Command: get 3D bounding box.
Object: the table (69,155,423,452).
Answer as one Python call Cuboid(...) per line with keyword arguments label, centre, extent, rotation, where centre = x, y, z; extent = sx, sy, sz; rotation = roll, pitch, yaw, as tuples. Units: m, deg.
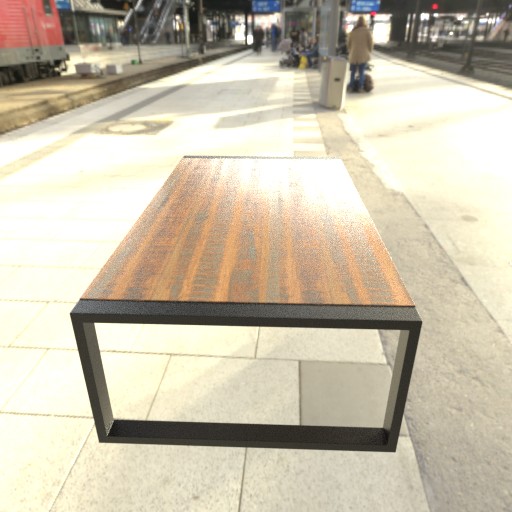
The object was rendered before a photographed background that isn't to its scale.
Cuboid(label="table", centre=(0.000, 0.000, 1.630), extent=(0.750, 0.400, 1.350), rotation=(1, 27, 2))
